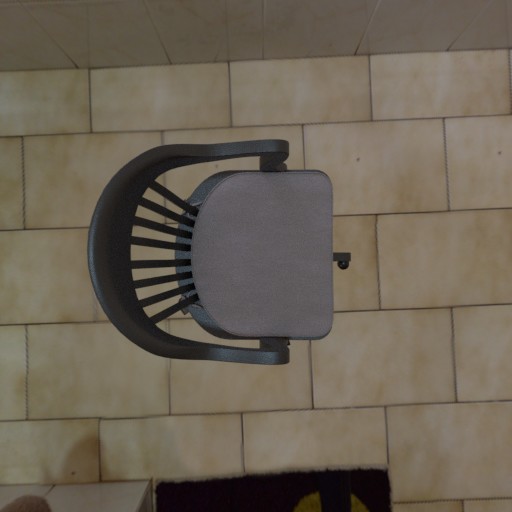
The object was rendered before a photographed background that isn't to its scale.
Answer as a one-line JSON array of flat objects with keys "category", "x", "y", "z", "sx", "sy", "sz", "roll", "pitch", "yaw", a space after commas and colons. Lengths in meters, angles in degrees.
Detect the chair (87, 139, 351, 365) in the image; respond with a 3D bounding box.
[{"category": "chair", "x": 0.000, "y": 0.000, "z": 1.473, "sx": 0.788, "sy": 0.878, "sz": 0.750, "roll": 0, "pitch": 89, "yaw": 0}]
